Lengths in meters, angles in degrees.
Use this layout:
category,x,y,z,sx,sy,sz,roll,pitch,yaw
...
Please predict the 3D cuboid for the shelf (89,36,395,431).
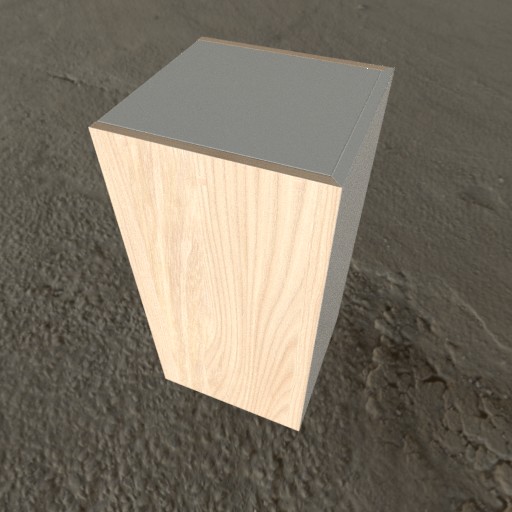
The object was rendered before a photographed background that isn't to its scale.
category,x,y,z,sx,sy,sz,roll,pitch,yaw
shelf,0.000,0.000,0.775,0.297,0.594,0.290,16,49,15
